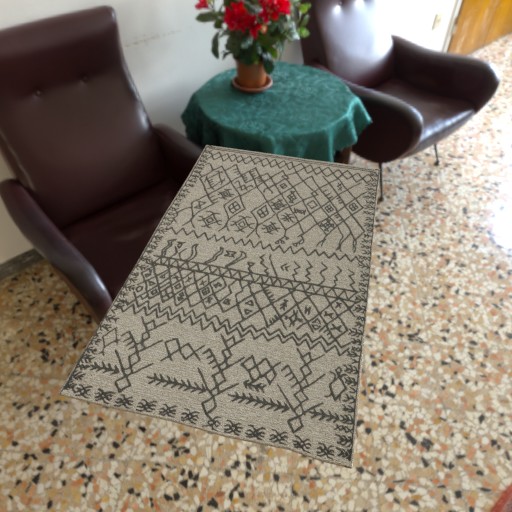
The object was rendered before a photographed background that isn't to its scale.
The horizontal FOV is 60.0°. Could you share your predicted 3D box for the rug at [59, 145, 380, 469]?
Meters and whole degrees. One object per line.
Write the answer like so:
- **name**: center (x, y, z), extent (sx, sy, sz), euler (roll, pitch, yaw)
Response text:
- **rug**: center (0.000, 0.000, 4.706), extent (2.393, 0.019, 3.824), euler (10, 47, 10)
